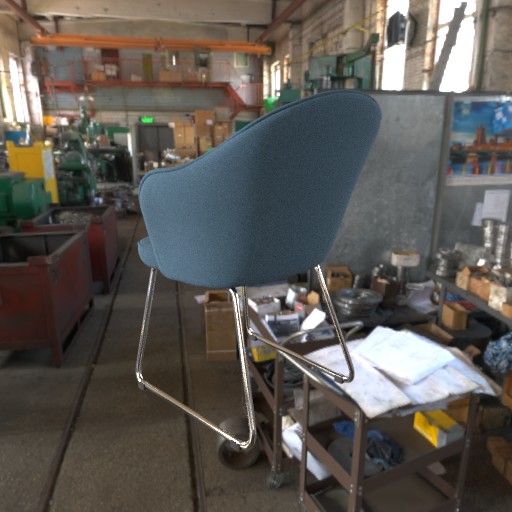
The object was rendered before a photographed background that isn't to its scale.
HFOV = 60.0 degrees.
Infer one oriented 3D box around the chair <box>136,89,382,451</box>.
[{"bbox_3d":[0.000,0.000,1.211,0.570,0.815,0.585,-15,21,-43],"label":"chair"}]
